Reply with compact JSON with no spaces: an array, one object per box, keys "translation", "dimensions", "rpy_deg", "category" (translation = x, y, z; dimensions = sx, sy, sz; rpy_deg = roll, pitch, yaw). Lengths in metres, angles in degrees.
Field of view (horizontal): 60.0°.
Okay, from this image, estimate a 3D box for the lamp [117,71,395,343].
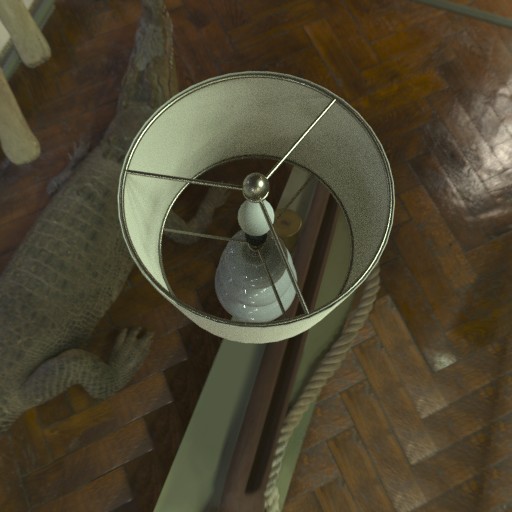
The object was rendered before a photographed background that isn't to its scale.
[{"translation":[0.000,0.000,0.914],"dimensions":[0.367,0.730,0.367],"rpy_deg":[20,76,5],"category":"lamp"}]
